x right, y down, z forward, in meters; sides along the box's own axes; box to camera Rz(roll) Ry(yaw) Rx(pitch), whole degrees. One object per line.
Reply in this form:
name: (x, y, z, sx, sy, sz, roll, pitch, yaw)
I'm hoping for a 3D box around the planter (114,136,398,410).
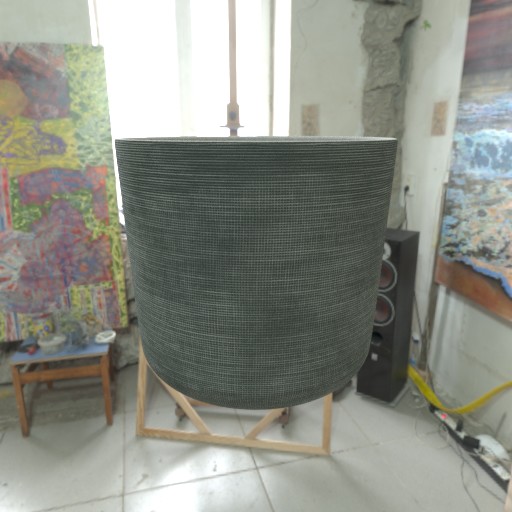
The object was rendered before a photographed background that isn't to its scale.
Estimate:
planter: (0.000, 0.000, 0.773, 0.440, 0.398, 0.440, 0, 16, 0)
